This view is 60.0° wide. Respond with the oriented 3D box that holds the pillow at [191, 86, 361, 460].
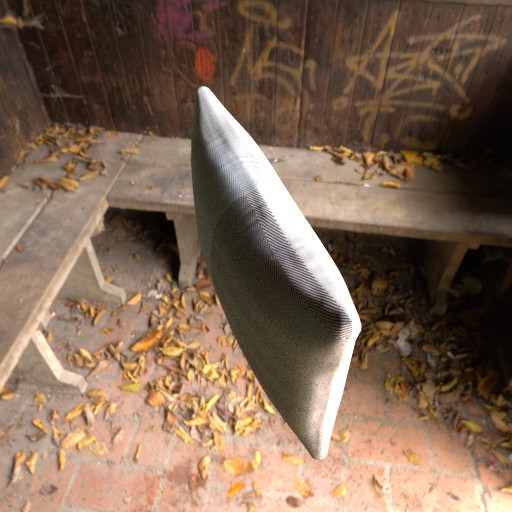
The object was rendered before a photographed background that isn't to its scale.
[{"bbox_3d":[0.000,0.000,0.650,0.139,0.305,0.506,-15,48,-14],"label":"pillow"}]
